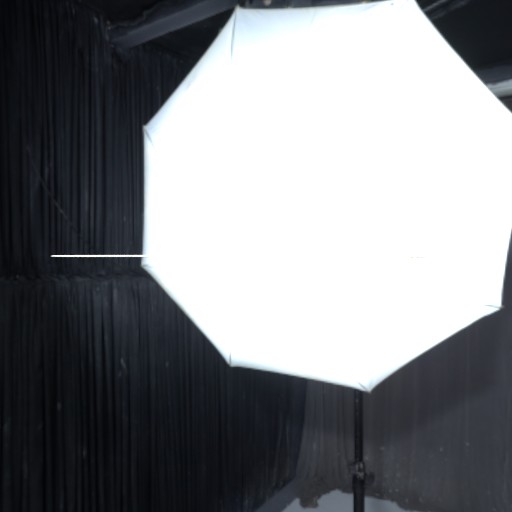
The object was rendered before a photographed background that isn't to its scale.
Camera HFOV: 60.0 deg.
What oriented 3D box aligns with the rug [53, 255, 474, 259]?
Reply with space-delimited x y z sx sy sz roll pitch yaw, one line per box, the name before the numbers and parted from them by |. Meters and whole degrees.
rug | 0.000 0.000 2.998 2.435 0.012 1.529 0 0 36
